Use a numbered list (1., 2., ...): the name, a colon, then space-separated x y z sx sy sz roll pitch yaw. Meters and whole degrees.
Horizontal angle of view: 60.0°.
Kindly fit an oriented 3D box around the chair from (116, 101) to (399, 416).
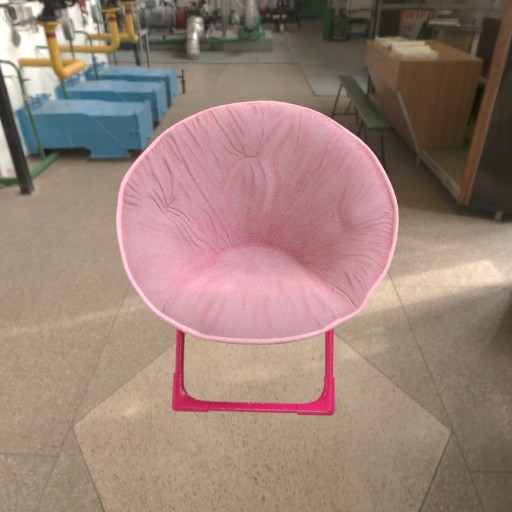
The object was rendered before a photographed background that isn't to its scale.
1. chair: 0.000 0.000 0.886 0.522 0.494 0.459 1 33 2
